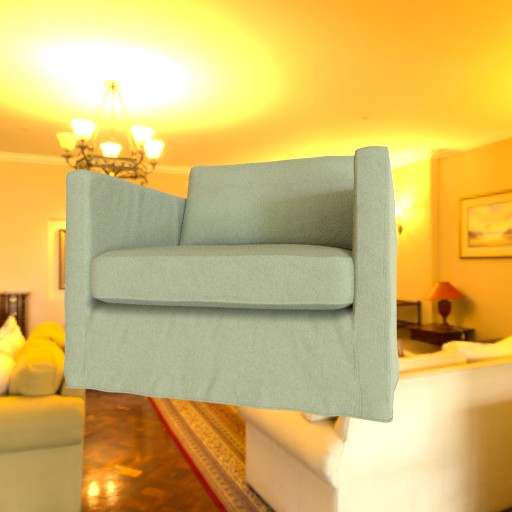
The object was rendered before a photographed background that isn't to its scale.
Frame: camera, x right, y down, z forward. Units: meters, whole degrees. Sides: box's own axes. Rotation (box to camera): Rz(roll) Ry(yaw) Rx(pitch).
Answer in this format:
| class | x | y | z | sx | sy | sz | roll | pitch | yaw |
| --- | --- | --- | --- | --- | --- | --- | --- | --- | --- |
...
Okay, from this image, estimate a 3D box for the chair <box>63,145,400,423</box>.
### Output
| class | x | y | z | sx | sy | sz | roll | pitch | yaw |
| --- | --- | --- | --- | --- | --- | --- | --- | --- | --- |
| chair | 0.000 | 0.000 | 1.719 | 1.057 | 0.863 | 0.949 | 0 | -1 | 18 |
